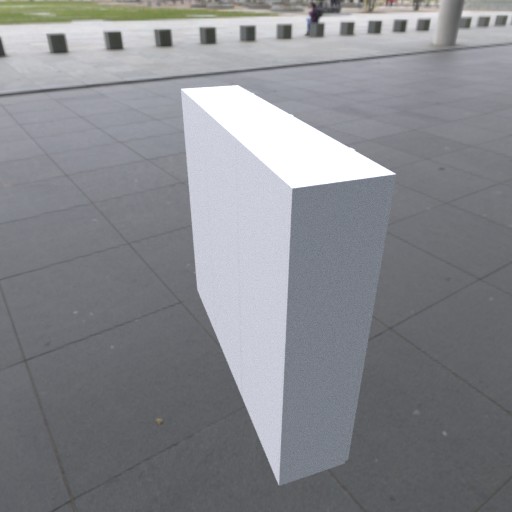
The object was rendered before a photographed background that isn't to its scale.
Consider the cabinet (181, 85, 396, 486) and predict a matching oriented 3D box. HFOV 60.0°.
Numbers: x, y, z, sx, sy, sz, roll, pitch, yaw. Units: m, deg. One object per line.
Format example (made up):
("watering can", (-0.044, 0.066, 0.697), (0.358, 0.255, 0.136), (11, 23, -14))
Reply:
("cabinet", (0.000, 0.000, 3.885), (0.590, 2.370, 2.700), (-10, 32, -17))
